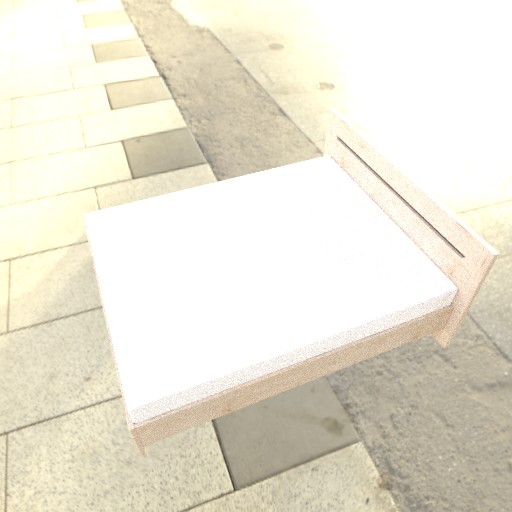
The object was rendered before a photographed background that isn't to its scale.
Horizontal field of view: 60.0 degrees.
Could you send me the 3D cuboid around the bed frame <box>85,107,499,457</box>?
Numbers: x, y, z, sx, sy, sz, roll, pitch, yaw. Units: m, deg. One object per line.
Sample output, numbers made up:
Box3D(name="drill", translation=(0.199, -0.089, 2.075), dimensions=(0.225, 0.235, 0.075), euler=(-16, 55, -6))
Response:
Box3D(name="bed frame", translation=(0.000, 0.000, 2.999), dimensions=(2.080, 0.900, 1.800), euler=(-16, 47, -16))
